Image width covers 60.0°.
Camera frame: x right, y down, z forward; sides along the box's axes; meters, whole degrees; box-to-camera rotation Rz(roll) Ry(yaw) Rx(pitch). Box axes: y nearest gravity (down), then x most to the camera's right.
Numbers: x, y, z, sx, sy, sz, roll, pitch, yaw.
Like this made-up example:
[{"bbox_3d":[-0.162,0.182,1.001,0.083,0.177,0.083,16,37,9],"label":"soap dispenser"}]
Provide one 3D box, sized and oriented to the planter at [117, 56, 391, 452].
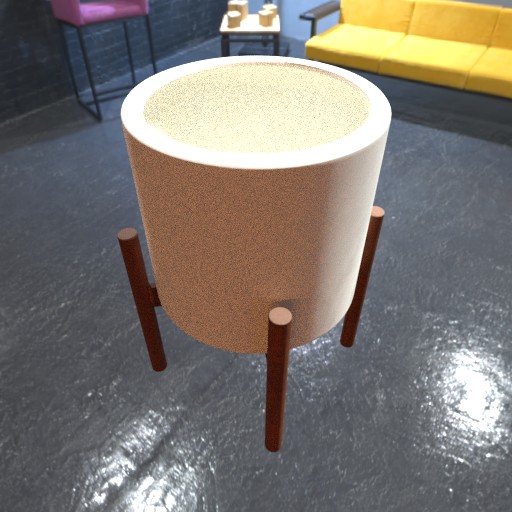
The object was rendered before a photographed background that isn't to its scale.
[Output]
[{"bbox_3d":[0.000,0.000,0.492,0.224,0.358,0.224,26,48,26],"label":"planter"}]
